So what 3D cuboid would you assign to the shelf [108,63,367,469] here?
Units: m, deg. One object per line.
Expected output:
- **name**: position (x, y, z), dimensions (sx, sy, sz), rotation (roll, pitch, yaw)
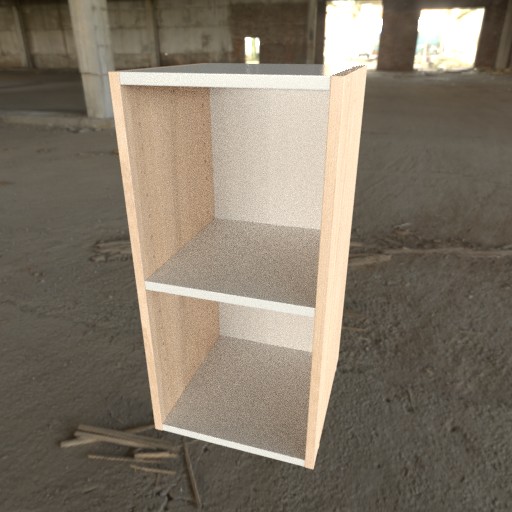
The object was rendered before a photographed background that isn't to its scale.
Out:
- **shelf**: position (0.000, 0.000, 0.759), dimensions (0.290, 0.594, 0.297), rotation (8, 26, 16)
